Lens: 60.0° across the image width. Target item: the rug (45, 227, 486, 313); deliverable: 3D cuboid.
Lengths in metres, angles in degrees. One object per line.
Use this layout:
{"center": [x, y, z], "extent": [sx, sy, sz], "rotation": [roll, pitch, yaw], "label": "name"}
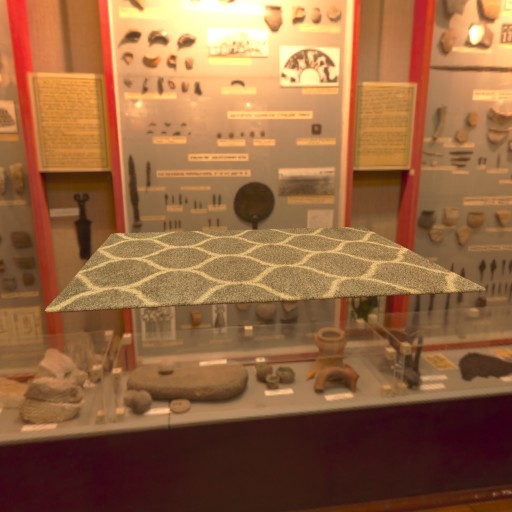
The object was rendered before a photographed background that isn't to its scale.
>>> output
{"center": [0.000, 0.000, 4.105], "extent": [3.000, 0.026, 2.399], "rotation": [-2, 15, -8], "label": "rug"}
